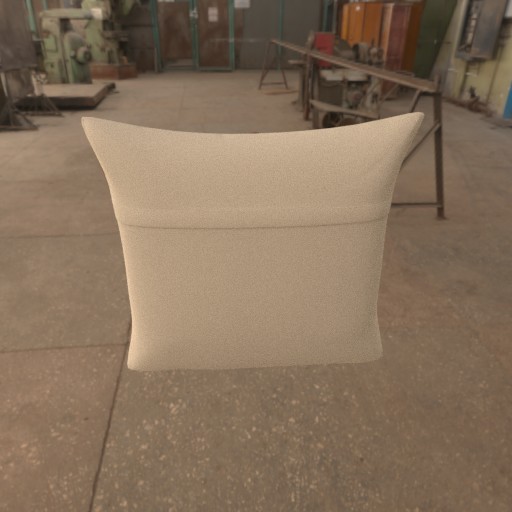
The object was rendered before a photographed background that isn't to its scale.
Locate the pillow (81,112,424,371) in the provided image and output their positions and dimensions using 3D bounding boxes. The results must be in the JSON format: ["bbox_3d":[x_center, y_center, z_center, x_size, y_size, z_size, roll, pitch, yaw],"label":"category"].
[{"bbox_3d":[0.000,0.000,0.763,0.501,0.477,0.192,-2,28,-3],"label":"pillow"}]
